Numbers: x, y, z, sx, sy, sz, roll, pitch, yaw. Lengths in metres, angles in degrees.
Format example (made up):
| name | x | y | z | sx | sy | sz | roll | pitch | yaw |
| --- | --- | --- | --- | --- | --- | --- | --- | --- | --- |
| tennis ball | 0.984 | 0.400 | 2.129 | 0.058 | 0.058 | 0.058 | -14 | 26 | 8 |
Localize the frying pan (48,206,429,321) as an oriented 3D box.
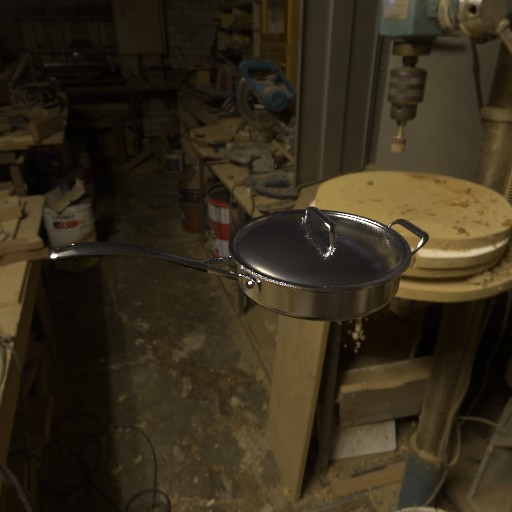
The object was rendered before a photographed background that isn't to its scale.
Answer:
| name | x | y | z | sx | sy | sz | roll | pitch | yaw |
| --- | --- | --- | --- | --- | --- | --- | --- | --- | --- |
| frying pan | 0.000 | 0.000 | 0.666 | 0.561 | 0.114 | 0.280 | -8 | 29 | -16 |
